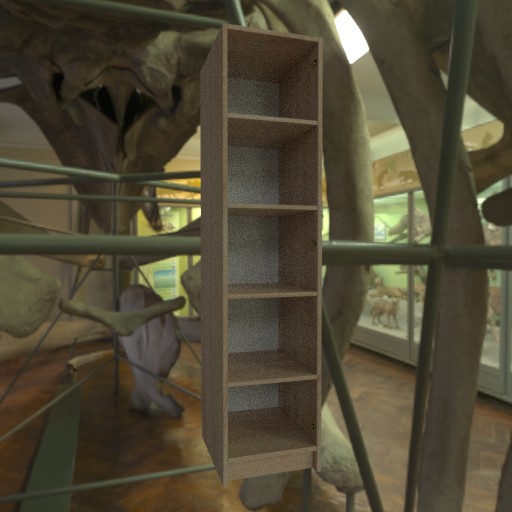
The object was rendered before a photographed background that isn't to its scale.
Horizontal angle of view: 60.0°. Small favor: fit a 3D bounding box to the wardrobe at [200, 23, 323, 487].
[{"bbox_3d":[0.000,0.000,2.373,0.496,2.117,0.588,0,1,-17],"label":"wardrobe"}]
